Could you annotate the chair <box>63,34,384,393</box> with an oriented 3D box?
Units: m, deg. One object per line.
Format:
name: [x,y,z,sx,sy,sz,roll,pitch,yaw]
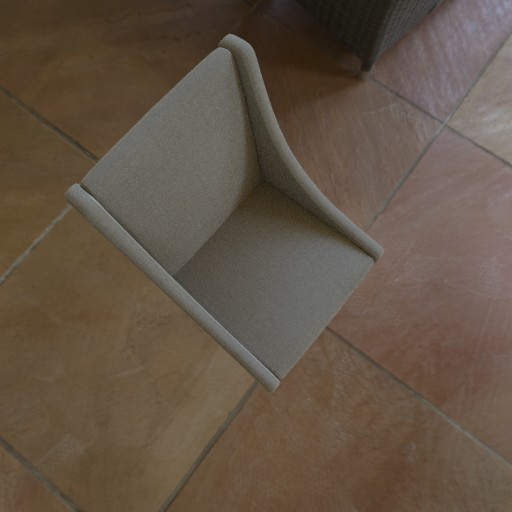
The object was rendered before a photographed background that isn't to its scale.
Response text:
chair: [0.000,0.000,1.384,0.611,1.021,0.575,39,78,10]
